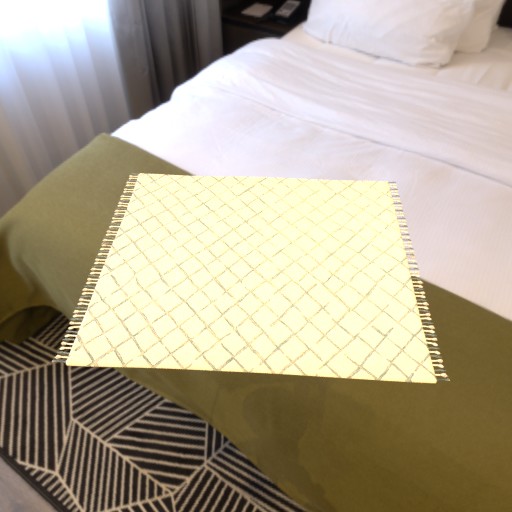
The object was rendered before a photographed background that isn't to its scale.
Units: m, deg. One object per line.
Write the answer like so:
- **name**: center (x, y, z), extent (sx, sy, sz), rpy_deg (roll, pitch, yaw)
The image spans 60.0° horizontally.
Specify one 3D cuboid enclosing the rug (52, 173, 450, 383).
- **rug**: center (0.000, 0.000, 4.948), extent (3.585, 0.036, 2.892), rpy_deg (2, 47, 2)
